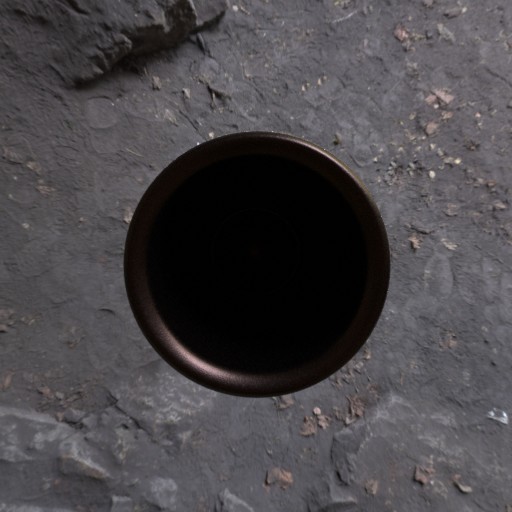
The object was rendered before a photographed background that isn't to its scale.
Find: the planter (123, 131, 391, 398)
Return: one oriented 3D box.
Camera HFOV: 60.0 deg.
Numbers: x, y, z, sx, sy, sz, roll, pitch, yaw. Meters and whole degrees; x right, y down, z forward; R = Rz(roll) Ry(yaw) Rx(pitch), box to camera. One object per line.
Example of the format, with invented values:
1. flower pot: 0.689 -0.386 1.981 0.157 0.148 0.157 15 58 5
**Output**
1. planter: 0.000 0.000 0.276 0.100 0.227 0.100 0 92 0
